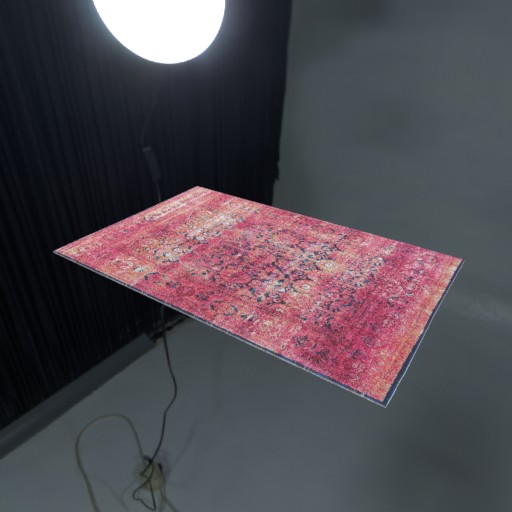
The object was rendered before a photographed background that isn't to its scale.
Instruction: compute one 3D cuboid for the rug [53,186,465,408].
[{"bbox_3d":[0.000,0.000,3.096,2.449,0.018,1.539,19,35,29],"label":"rug"}]
